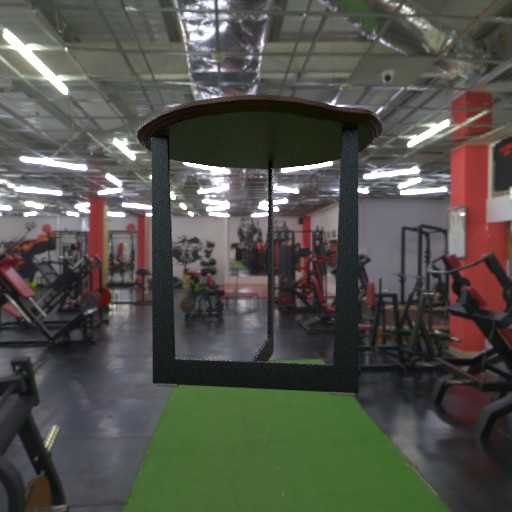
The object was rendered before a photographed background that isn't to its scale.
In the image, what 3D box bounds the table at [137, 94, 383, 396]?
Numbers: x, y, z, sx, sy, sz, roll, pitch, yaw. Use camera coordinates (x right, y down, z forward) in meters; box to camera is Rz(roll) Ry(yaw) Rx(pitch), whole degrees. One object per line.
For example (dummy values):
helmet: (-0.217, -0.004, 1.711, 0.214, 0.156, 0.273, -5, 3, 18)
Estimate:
table: (0.000, 0.000, 0.896, 0.477, 0.476, 0.494, 0, 0, -1)
